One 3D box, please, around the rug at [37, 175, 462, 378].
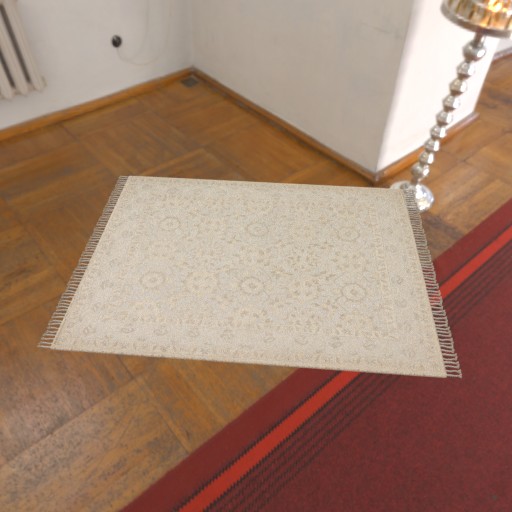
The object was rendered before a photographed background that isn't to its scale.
[{"bbox_3d":[0.000,0.000,2.258,1.771,0.015,1.223,3,47,3],"label":"rug"}]
